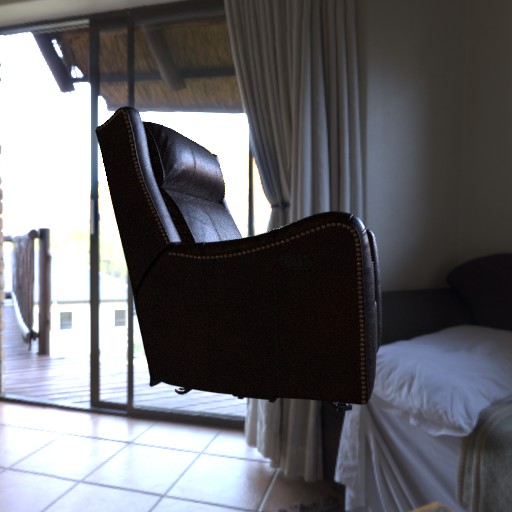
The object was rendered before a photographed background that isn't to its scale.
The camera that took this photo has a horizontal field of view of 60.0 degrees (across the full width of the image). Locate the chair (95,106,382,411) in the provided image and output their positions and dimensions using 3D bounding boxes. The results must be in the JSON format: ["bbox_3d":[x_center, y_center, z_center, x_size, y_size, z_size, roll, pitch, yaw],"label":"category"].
[{"bbox_3d":[0.000,0.000,1.876,1.008,1.084,0.869,0,0,17],"label":"chair"}]
